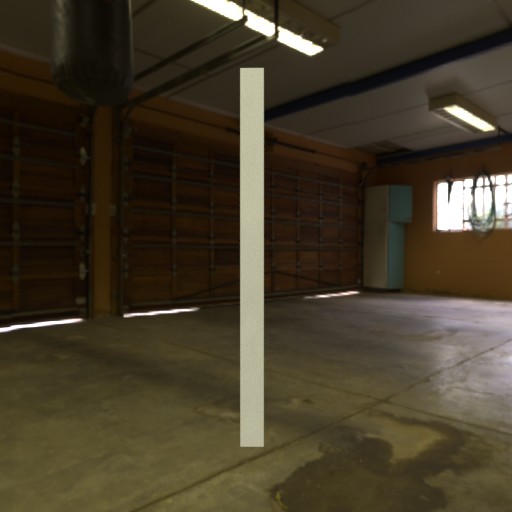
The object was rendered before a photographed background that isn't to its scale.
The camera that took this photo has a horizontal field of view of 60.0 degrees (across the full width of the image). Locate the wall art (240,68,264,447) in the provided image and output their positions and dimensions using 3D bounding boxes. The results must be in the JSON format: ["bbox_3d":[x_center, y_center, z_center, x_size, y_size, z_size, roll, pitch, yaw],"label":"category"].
[{"bbox_3d":[0.000,0.000,1.172,0.038,0.610,0.915,0,0,1],"label":"wall art"}]
